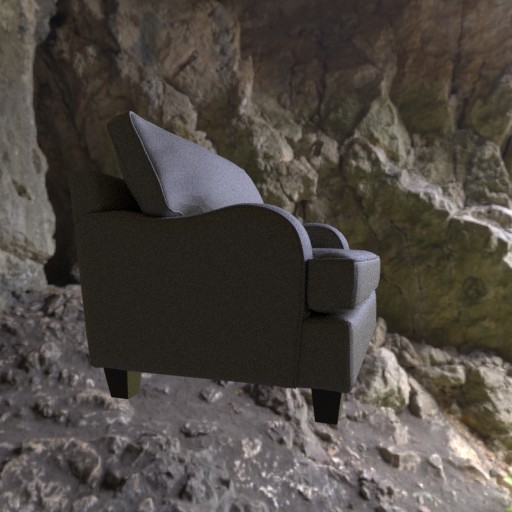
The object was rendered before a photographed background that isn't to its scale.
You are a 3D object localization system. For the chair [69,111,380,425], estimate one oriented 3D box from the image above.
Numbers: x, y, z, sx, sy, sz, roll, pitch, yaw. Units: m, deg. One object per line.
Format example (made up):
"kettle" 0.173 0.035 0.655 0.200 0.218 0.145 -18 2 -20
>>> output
"chair" 0.000 0.000 1.995 1.040 1.016 1.220 0 1 18
